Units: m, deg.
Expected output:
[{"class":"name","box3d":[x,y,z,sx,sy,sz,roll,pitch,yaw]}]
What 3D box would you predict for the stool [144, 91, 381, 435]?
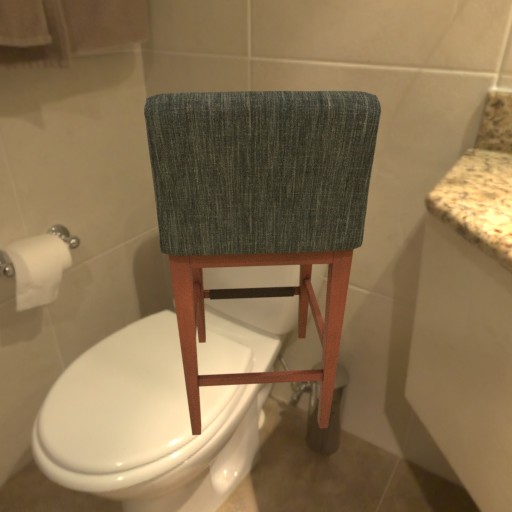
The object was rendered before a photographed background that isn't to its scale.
[{"class":"stool","box3d":[0.000,0.000,1.105,0.395,0.835,0.459,-2,29,-3]}]
